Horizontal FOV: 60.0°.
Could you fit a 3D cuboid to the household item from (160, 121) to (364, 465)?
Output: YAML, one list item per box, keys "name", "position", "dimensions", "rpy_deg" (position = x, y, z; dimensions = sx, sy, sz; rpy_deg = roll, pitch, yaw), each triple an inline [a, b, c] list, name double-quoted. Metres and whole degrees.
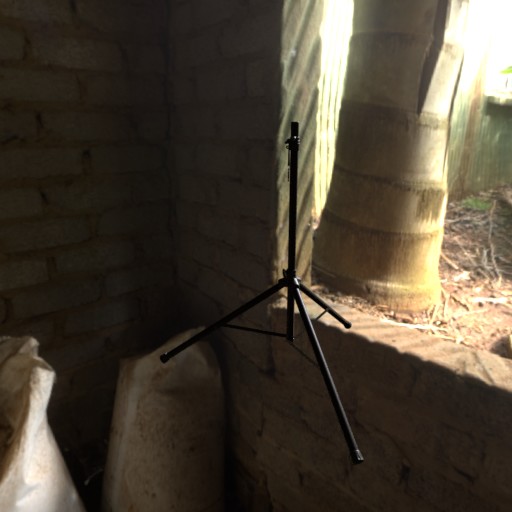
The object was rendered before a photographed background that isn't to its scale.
- name: "household item"
  position: [0.000, 0.000, 2.753]
  dimensions: [1.339, 1.595, 1.596]
  rpy_deg: [3, 16, 10]
